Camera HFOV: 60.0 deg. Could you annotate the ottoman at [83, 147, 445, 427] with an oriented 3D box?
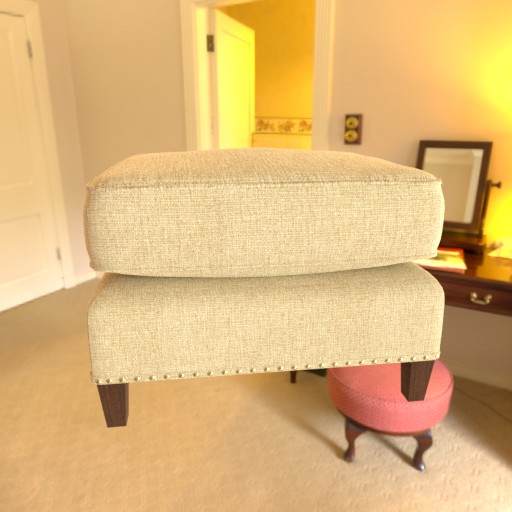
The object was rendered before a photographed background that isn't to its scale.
[{"bbox_3d":[0.000,0.000,1.132,0.738,0.537,0.589,-2,18,-7],"label":"ottoman"}]
